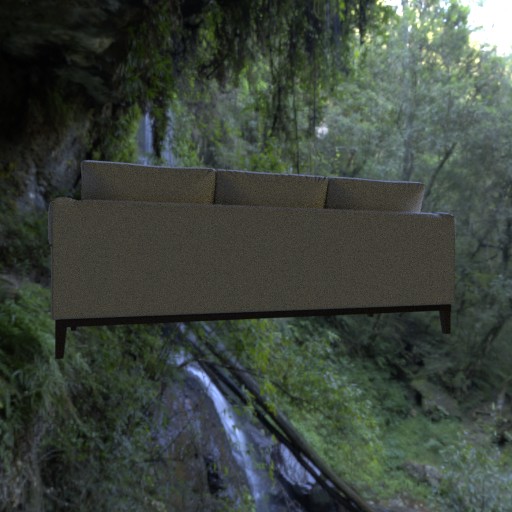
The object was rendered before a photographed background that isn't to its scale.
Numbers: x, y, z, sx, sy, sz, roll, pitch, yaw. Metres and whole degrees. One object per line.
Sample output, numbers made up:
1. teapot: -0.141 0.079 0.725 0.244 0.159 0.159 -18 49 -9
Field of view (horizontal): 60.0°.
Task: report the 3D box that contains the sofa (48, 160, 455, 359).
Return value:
1. sofa: 0.000 0.000 2.671 2.198 0.911 0.902 0 0 -18
